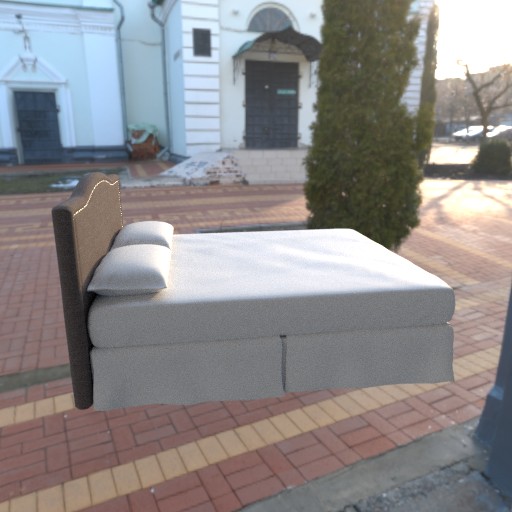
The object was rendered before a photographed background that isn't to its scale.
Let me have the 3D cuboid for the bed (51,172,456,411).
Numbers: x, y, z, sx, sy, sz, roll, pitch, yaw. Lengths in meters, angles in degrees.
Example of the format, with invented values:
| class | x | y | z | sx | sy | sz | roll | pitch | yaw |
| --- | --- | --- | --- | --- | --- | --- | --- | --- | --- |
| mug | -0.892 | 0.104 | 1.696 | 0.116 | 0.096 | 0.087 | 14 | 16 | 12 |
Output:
| class | x | y | z | sx | sy | sz | roll | pitch | yaw |
| --- | --- | --- | --- | --- | --- | --- | --- | --- | --- |
| bed | 0.000 | 0.000 | 3.851 | 2.689 | 1.457 | 2.161 | -2 | 16 | -9 |
